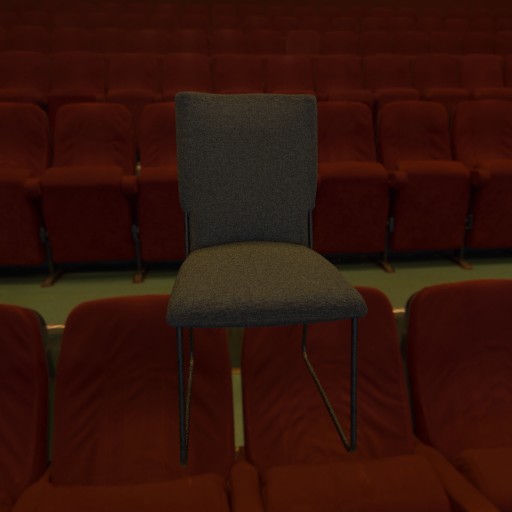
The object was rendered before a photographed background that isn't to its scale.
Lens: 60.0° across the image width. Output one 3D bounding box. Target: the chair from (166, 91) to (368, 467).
[{"bbox_3d":[0.000,0.000,1.282,0.480,0.931,0.635,-2,16,-6],"label":"chair"}]
